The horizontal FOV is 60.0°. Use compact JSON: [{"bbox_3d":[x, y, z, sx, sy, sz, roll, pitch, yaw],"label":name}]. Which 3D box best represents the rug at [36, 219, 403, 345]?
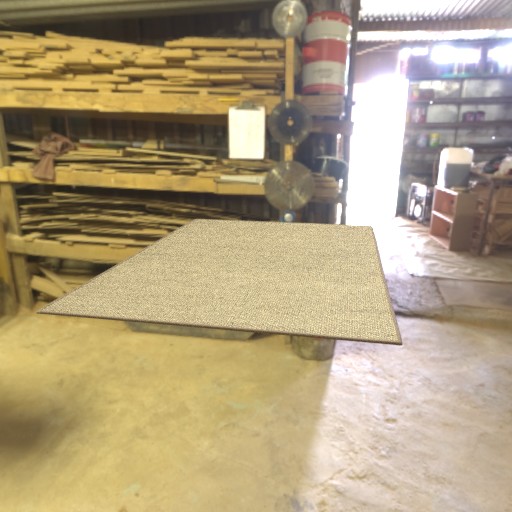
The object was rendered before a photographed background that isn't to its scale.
[{"bbox_3d":[0.000,0.000,2.751,1.517,0.013,2.115,3,16,11],"label":"rug"}]
